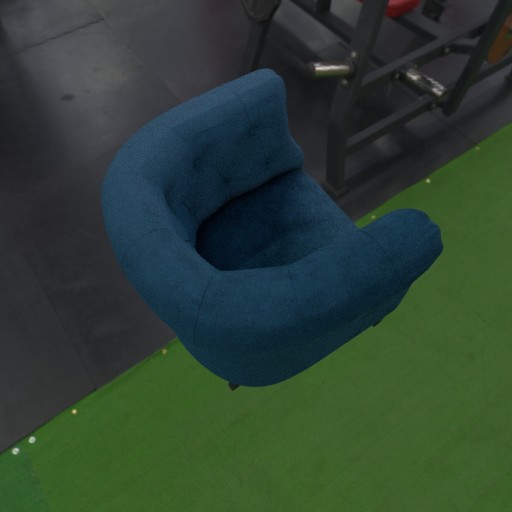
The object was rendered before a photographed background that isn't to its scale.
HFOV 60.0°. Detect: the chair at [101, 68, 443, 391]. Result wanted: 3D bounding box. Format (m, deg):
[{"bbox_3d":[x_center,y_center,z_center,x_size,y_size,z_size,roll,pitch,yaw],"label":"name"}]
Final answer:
[{"bbox_3d":[0.000,0.000,1.572,0.851,0.826,0.904,-30,63,-16],"label":"chair"}]
